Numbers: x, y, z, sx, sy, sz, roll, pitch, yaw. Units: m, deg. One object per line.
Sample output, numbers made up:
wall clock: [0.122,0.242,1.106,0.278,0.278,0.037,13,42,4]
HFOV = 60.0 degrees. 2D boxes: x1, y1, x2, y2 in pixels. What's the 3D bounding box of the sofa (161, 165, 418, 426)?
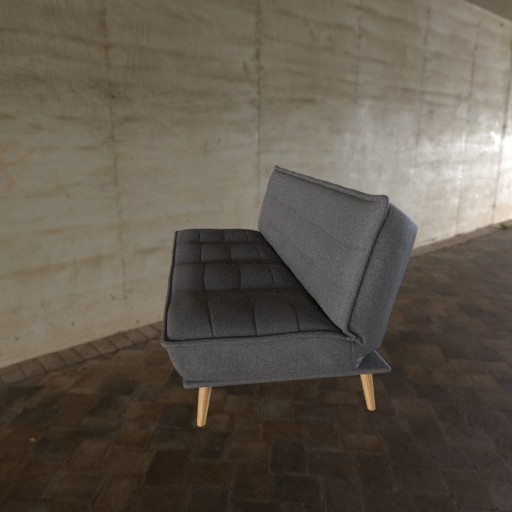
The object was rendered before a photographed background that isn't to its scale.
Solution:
sofa: [0.000,0.000,2.469,0.950,0.890,1.940,-2,15,-8]
